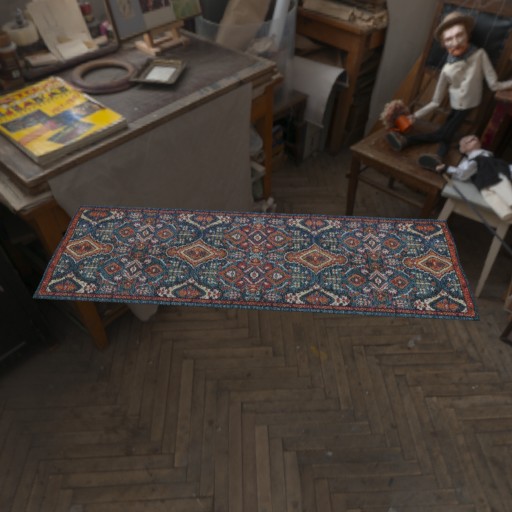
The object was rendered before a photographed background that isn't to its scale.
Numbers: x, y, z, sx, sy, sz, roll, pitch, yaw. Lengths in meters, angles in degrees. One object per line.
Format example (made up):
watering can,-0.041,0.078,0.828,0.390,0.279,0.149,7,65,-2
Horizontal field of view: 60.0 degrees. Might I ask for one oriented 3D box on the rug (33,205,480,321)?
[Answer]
rug,0.000,0.000,2.688,2.459,0.010,0.801,3,47,2
